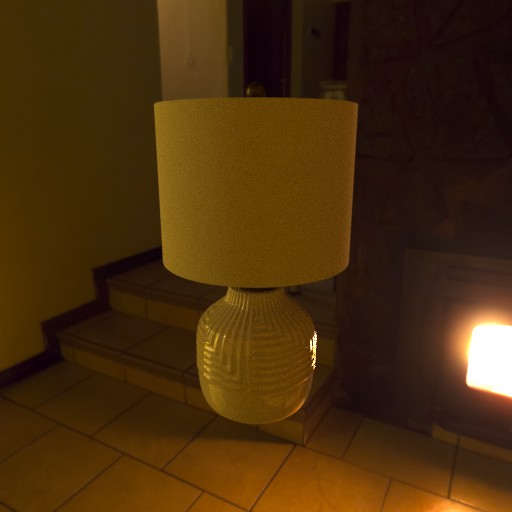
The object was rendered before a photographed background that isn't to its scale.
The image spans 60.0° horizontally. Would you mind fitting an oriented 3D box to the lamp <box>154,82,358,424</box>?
[{"bbox_3d":[0.000,0.000,0.773,0.318,0.567,0.318,0,16,0],"label":"lamp"}]
